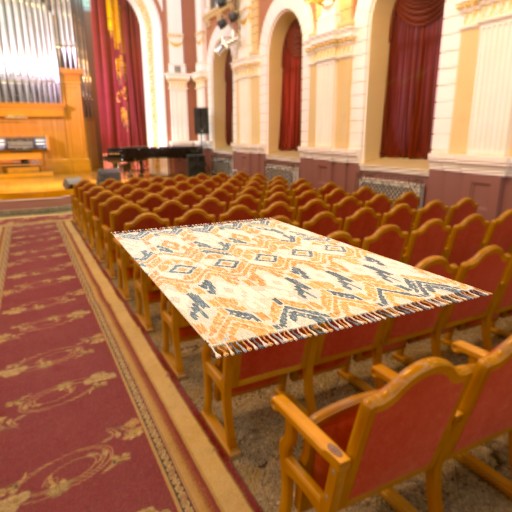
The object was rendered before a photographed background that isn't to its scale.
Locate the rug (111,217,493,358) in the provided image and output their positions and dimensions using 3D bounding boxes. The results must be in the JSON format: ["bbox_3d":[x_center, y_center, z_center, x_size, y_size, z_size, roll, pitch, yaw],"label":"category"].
[{"bbox_3d":[0.000,0.000,2.999,1.533,0.010,2.428,-8,17,-26],"label":"rug"}]
